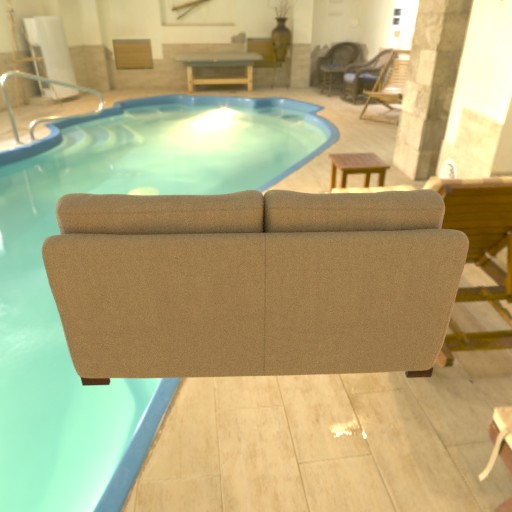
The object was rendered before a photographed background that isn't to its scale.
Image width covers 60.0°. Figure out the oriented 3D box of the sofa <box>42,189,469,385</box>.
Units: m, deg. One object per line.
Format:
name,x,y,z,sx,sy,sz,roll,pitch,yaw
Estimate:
sofa,0.000,0.000,2.433,1.855,0.980,0.962,-1,29,-2
